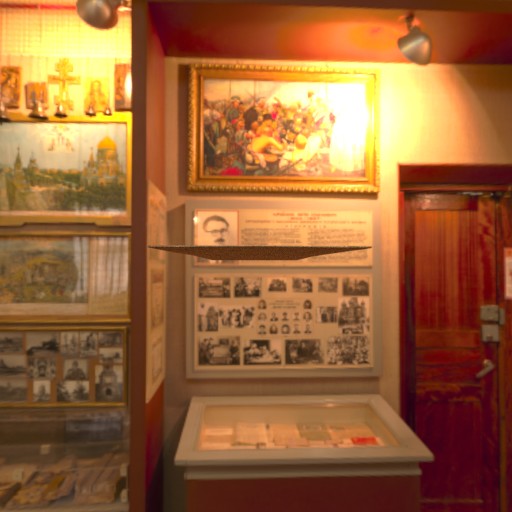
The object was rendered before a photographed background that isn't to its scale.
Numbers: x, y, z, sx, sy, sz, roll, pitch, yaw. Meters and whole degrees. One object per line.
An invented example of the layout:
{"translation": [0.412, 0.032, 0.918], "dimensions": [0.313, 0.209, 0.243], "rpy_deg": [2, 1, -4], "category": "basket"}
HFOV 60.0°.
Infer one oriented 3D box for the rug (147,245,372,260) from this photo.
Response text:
{"translation": [0.000, 0.000, 2.525], "dimensions": [0.697, 0.013, 2.335], "rpy_deg": [0, -2, -1], "category": "rug"}
